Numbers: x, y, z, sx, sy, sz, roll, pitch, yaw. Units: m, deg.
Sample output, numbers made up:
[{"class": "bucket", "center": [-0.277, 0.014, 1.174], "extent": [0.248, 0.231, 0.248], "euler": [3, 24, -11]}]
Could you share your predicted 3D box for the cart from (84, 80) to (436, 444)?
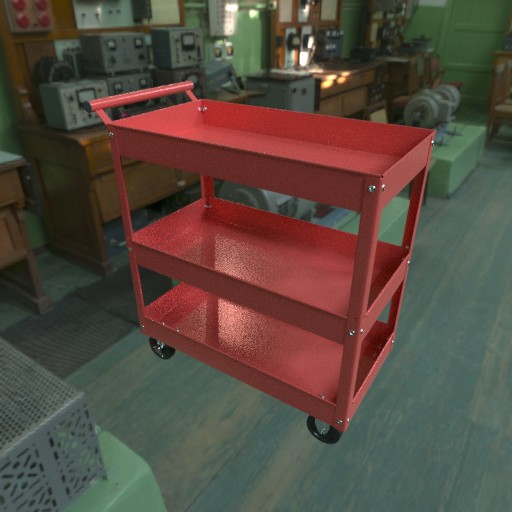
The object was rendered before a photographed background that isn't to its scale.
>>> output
[{"class": "cart", "center": [0.000, 0.000, 1.181], "extent": [0.719, 0.780, 0.366], "euler": [18, 34, 28]}]
